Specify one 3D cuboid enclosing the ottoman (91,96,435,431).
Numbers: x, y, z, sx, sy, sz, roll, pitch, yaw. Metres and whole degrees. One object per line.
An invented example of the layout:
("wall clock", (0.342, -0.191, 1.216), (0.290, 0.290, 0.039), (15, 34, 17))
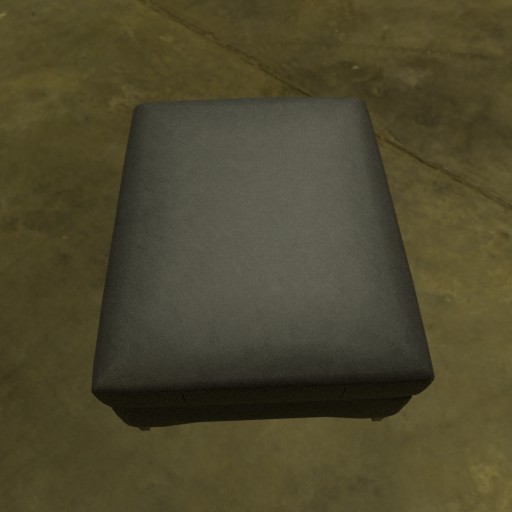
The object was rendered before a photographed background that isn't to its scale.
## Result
("ottoman", (0.000, 0.000, 1.734), (0.967, 0.696, 1.187), (-2, 58, -1))
